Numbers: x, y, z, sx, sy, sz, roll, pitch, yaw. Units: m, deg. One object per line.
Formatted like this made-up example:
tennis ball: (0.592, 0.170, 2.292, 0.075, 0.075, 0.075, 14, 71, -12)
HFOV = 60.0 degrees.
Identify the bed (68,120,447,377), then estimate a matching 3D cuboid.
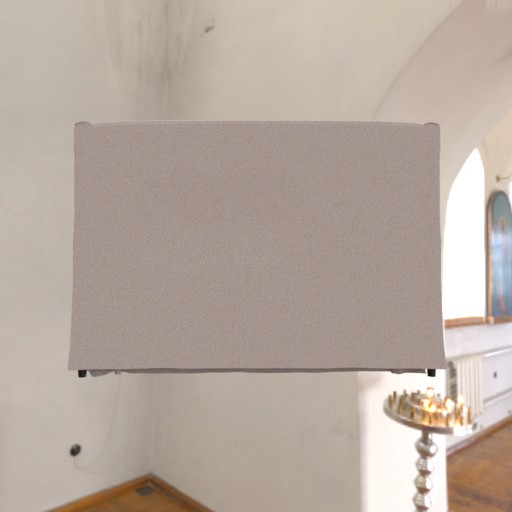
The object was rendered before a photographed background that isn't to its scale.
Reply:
bed: (0.000, 0.000, 3.382, 1.925, 1.332, 2.276, 0, -2, 0)
